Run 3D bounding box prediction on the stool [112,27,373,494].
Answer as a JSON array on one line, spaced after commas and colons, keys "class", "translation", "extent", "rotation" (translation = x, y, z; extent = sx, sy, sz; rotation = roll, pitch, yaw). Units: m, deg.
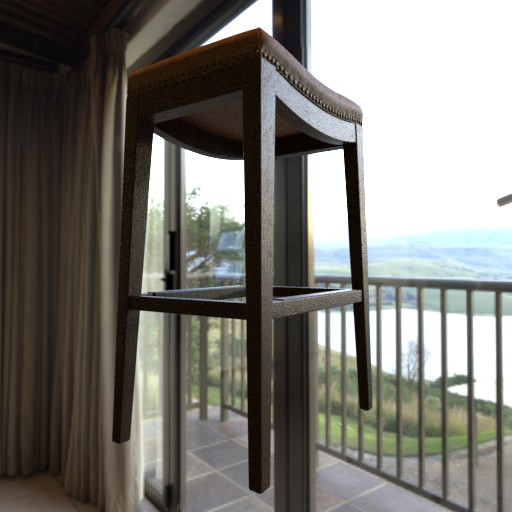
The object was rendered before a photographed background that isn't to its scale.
[{"class": "stool", "translation": [0.000, 0.000, 1.001], "extent": [0.361, 0.759, 0.500], "rotation": [-1, -1, 34]}]
